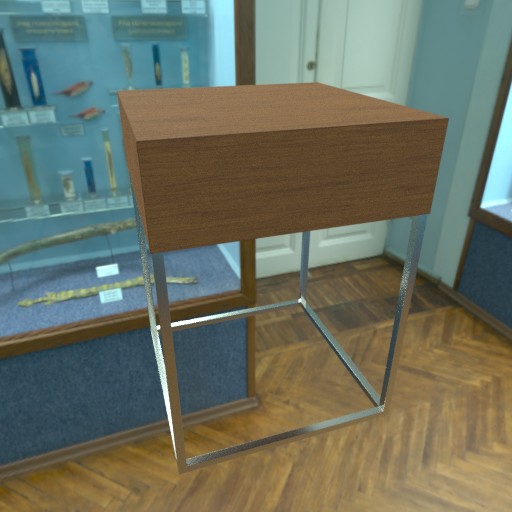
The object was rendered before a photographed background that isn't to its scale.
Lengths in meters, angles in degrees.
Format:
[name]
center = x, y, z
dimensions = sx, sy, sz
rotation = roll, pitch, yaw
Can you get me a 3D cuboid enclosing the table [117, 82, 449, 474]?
[table]
center = 0.000, 0.000, 0.814
dimensions = 0.397, 0.540, 0.398
rotation = -9, 29, -16
